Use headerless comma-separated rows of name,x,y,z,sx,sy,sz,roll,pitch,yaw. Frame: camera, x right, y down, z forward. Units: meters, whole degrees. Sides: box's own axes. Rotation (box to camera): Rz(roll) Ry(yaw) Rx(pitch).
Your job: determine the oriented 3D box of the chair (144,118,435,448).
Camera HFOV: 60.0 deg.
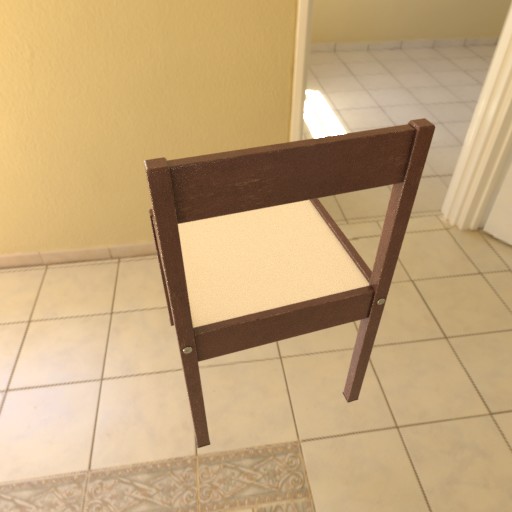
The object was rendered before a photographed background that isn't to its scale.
chair,0.000,0.000,0.672,0.285,0.505,0.285,-12,43,-13
